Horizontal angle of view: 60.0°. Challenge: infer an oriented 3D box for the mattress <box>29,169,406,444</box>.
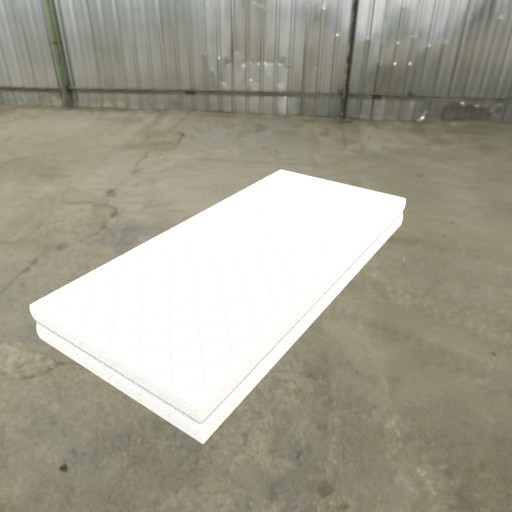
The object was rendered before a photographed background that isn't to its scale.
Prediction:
[{"bbox_3d":[0.000,0.000,2.258,0.900,0.200,1.900,19,36,29],"label":"mattress"}]
